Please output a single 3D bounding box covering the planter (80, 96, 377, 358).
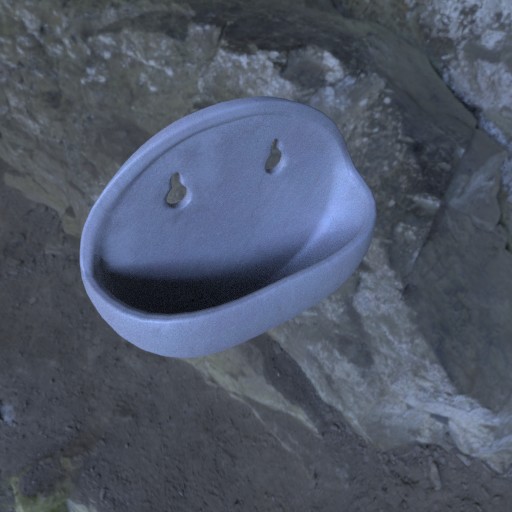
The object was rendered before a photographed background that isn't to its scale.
[{"bbox_3d":[0.000,0.000,0.265,0.190,0.164,0.073,-24,51,-21],"label":"planter"}]
